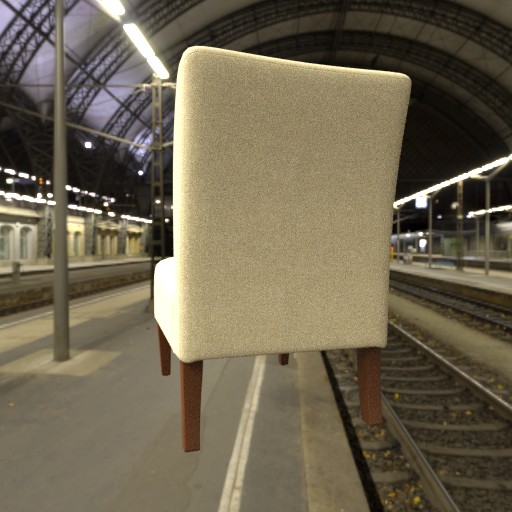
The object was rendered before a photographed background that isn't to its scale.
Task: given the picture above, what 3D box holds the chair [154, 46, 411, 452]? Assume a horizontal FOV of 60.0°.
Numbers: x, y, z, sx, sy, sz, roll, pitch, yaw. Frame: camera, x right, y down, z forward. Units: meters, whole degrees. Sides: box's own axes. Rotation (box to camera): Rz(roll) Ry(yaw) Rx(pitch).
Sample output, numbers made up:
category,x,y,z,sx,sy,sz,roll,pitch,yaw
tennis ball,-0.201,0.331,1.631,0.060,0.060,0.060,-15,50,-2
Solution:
category,x,y,z,sx,sy,sz,roll,pitch,yaw
chair,0.000,0.000,1.272,0.521,0.833,0.754,0,1,-17
